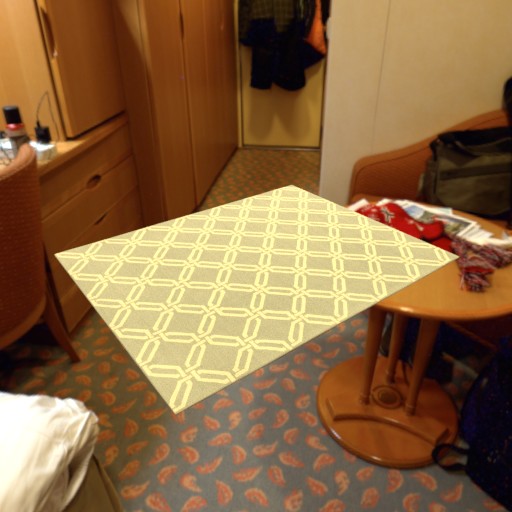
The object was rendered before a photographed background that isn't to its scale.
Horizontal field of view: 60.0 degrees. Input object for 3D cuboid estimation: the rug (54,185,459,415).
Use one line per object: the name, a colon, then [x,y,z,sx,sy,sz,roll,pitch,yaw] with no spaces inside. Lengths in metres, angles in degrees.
rug: [0.000,0.000,4.030,2.895,0.018,2.288,-21,36,-32]
